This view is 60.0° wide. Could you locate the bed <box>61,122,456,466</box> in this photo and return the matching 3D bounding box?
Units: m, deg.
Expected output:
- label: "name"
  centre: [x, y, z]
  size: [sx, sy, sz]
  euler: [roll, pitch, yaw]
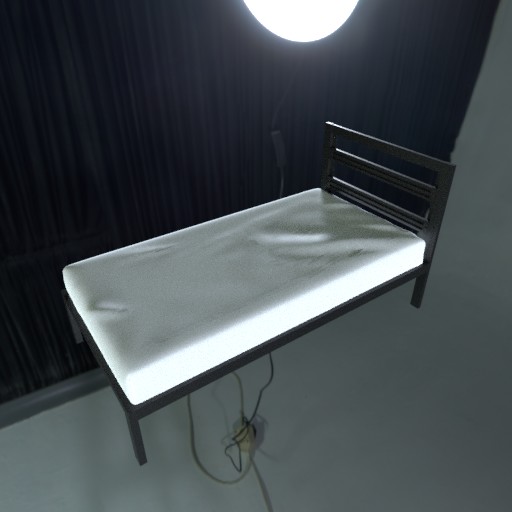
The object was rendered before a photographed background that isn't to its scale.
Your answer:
- label: "bed"
  centre: [0.000, 0.000, 2.494]
  size: [1.930, 0.967, 0.991]
  euler: [-21, 38, -29]
